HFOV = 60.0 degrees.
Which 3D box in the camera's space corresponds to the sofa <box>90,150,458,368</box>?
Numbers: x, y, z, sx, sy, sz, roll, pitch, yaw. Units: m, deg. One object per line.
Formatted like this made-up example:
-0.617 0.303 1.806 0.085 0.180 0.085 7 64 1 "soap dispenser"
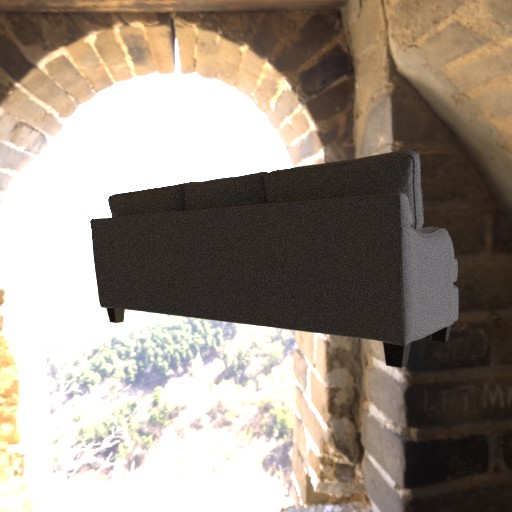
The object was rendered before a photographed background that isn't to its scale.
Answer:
0.000 0.000 2.938 2.323 0.997 1.016 0 0 37 "sofa"
